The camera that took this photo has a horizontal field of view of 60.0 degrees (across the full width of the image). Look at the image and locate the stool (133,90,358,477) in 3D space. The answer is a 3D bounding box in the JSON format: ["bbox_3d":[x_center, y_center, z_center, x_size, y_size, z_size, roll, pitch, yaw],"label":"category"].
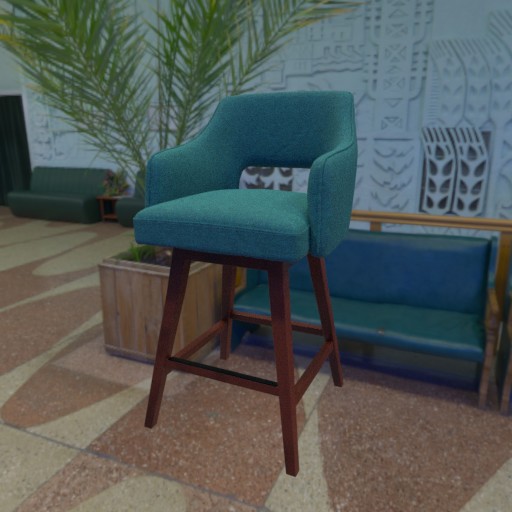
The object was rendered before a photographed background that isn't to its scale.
[{"bbox_3d":[0.000,0.000,1.315,0.548,0.961,0.556,7,17,24],"label":"stool"}]
